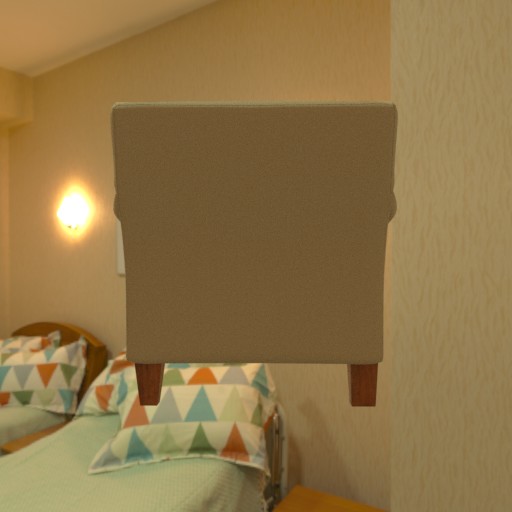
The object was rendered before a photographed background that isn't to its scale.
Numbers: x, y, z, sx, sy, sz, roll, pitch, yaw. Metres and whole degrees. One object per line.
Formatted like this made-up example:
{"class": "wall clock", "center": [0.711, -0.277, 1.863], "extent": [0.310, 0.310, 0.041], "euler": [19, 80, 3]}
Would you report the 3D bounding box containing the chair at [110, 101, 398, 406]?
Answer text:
{"class": "chair", "center": [0.000, 0.000, 1.863], "extent": [0.955, 1.038, 1.070], "euler": [0, 0, 1]}
